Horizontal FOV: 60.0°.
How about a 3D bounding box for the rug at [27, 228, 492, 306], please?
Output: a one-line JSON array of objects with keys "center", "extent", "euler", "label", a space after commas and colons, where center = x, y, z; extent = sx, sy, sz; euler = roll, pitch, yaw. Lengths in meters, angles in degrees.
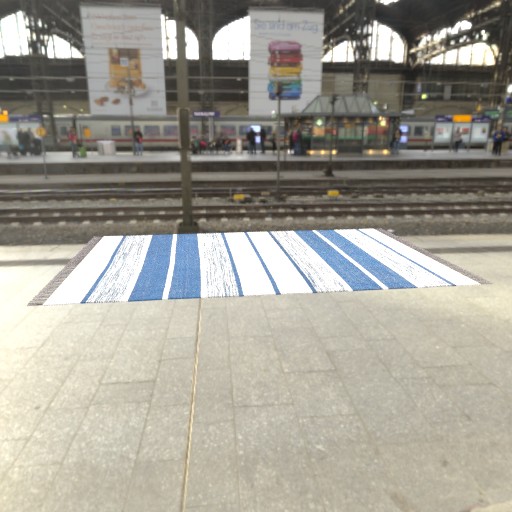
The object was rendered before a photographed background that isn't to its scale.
[{"center": [0.000, 0.000, 3.015], "extent": [2.441, 0.010, 1.532], "euler": [-2, 15, -7], "label": "rug"}]
